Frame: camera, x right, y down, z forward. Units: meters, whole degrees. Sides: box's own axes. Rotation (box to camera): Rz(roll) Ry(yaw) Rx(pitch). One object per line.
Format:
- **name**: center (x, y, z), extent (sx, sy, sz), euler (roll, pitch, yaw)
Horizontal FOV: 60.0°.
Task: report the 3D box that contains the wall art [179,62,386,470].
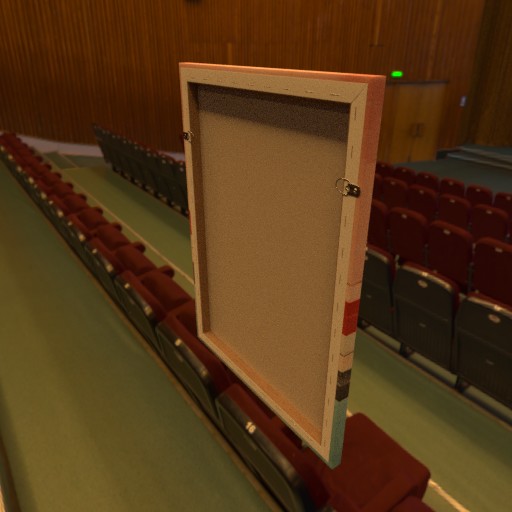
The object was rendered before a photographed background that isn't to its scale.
- **wall art**: center (0.000, 0.000, 1.298), extent (0.039, 1.016, 0.761), euler (-17, 31, -32)
